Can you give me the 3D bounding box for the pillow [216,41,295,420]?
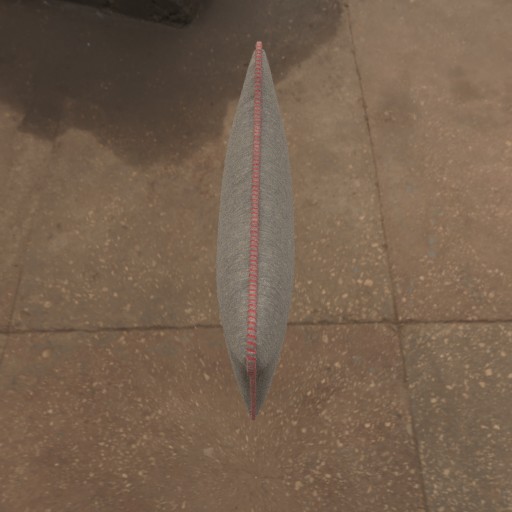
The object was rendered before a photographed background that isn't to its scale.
[{"bbox_3d":[0.000,0.000,0.750,0.124,0.491,0.482,1,63,1],"label":"pillow"}]
